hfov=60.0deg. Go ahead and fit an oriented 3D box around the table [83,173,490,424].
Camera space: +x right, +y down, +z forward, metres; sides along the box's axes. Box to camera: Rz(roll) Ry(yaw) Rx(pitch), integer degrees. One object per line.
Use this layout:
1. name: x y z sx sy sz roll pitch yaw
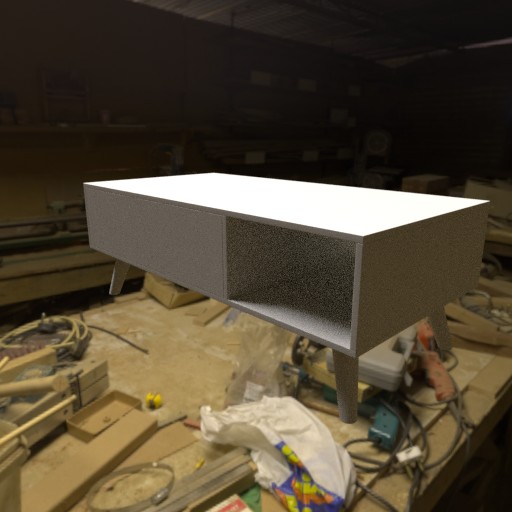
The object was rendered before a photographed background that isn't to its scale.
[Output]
1. table: 0.000 0.000 1.467 0.609 0.432 1.194 -14 21 -42
